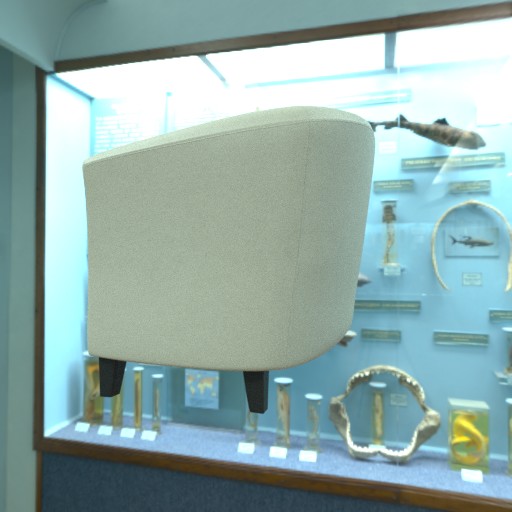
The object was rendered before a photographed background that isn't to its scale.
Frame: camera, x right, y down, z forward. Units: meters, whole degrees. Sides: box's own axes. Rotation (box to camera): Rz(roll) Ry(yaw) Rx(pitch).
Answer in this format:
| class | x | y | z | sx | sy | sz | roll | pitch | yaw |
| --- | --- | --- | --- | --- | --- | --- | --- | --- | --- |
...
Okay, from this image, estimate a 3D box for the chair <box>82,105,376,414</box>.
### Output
| class | x | y | z | sx | sy | sz | roll | pitch | yaw |
| --- | --- | --- | --- | --- | --- | --- | --- | --- | --- |
| chair | 0.000 | 0.000 | 1.397 | 0.727 | 0.756 | 0.792 | 0 | -1 | 18 |
